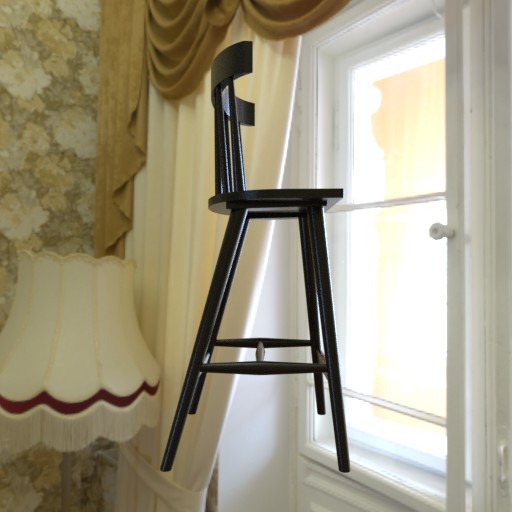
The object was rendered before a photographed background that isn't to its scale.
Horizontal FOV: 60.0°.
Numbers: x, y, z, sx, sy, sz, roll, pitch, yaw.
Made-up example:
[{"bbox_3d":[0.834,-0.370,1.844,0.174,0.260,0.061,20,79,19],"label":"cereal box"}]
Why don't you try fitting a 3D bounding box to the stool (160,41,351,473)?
[{"bbox_3d":[0.000,0.000,1.345,0.483,1.092,0.482,0,-1,1],"label":"stool"}]
